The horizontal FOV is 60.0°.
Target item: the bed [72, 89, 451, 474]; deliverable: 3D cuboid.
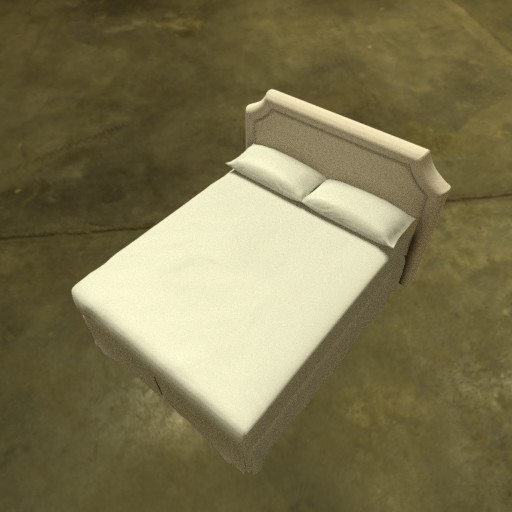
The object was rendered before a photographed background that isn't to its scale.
[{"bbox_3d":[0.000,0.000,3.251,1.828,1.297,2.164,31,55,25],"label":"bed"}]
